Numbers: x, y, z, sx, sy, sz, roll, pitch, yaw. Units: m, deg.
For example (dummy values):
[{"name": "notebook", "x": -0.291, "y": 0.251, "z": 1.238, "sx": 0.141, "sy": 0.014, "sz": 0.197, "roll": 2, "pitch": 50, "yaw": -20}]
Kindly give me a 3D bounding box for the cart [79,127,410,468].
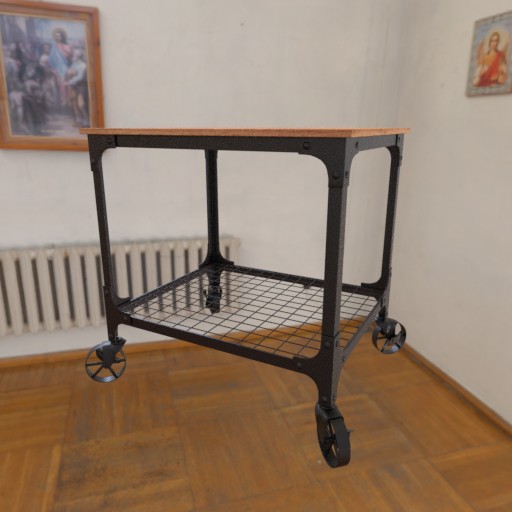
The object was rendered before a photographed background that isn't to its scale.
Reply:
[{"name": "cart", "x": 0.000, "y": 0.000, "z": 1.087, "sx": 0.666, "sy": 0.603, "sz": 0.558, "roll": 9, "pitch": 19, "yaw": 27}]
